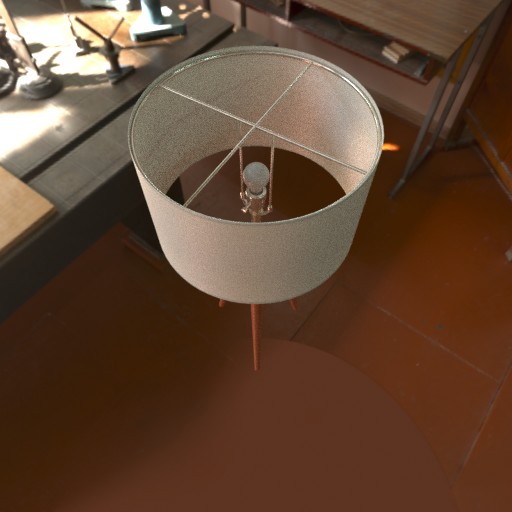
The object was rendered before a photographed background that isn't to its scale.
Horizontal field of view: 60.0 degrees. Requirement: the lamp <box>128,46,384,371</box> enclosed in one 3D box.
[{"bbox_3d":[0.000,0.000,0.920,0.354,0.709,0.355,-15,59,-9],"label":"lamp"}]
